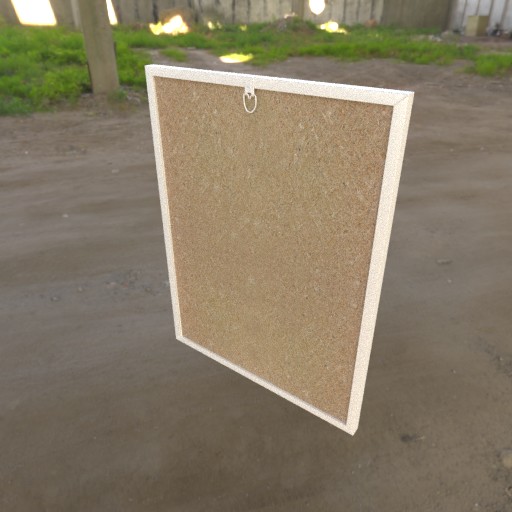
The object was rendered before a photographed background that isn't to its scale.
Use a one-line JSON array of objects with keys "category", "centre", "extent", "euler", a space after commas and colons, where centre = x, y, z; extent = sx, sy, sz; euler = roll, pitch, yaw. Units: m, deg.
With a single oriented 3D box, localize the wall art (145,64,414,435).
[{"category": "wall art", "centre": [0.000, 0.000, 1.394], "extent": [0.805, 1.056, 0.042], "euler": [20, 35, 31]}]
